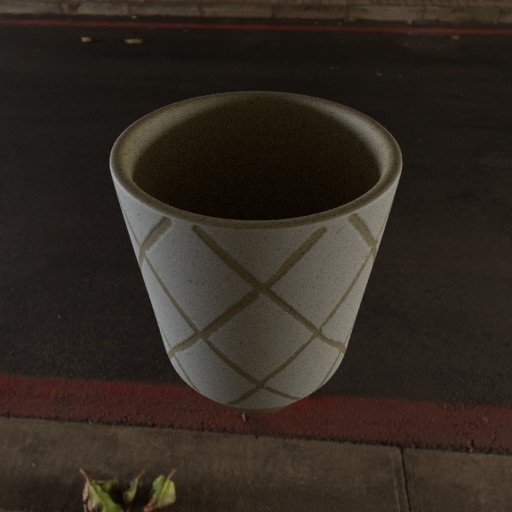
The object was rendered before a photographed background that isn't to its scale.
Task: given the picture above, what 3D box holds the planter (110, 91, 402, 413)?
[{"bbox_3d":[0.000,0.000,0.361,0.191,0.199,0.191,0,41,0],"label":"planter"}]
